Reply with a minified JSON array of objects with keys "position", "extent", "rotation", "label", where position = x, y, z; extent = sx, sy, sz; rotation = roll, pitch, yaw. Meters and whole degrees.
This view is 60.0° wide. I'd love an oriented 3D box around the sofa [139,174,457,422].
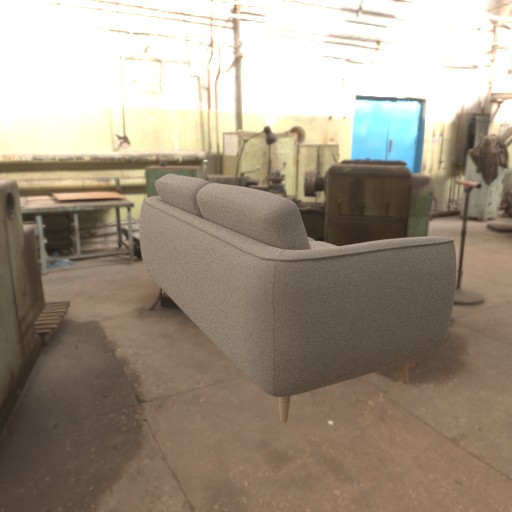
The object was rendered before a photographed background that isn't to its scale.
[{"position":[0.000,0.000,2.466],"extent":[0.920,0.850,2.000],"rotation":[-7,16,-26],"label":"sofa"}]
